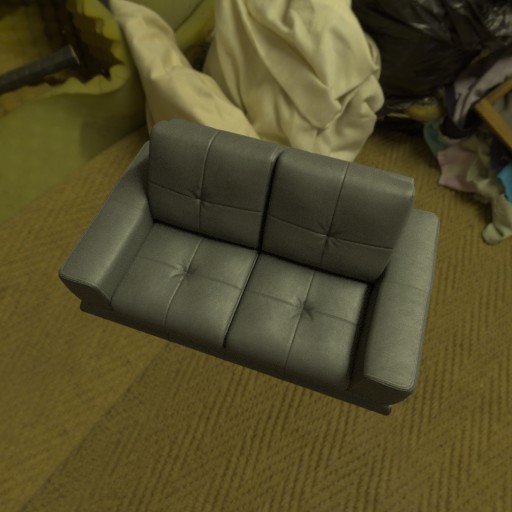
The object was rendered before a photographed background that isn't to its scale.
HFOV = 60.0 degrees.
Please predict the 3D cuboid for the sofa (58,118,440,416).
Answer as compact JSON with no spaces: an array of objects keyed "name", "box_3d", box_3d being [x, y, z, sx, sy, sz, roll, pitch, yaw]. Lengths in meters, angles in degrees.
[{"name":"sofa","box_3d":[0.000,0.000,2.356,1.806,0.907,1.018,17,60,10]}]
